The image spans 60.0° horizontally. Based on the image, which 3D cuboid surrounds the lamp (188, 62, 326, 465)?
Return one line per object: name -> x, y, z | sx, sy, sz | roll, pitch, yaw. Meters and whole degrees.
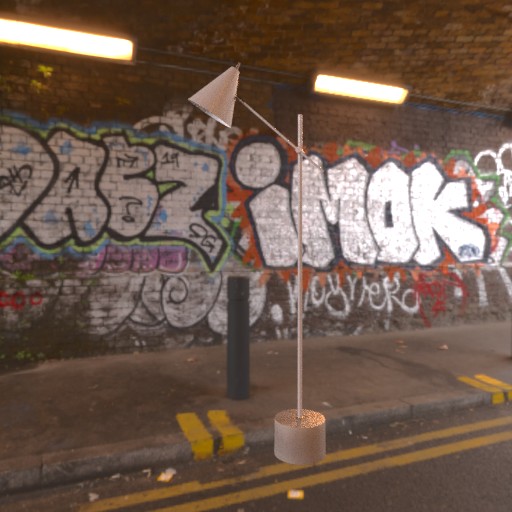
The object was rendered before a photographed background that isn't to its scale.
lamp -> 0.000, 0.000, 1.635 | 0.508, 1.430, 0.223 | 0, 1, 18
